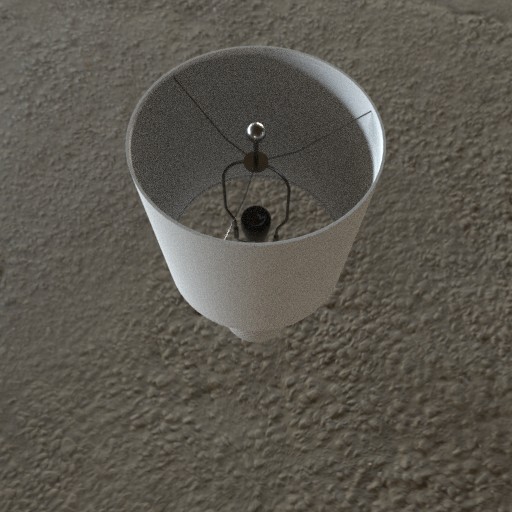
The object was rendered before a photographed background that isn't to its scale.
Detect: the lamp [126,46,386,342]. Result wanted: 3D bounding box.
[{"bbox_3d":[0.000,0.000,0.568,0.214,0.466,0.214,12,63,6],"label":"lamp"}]
